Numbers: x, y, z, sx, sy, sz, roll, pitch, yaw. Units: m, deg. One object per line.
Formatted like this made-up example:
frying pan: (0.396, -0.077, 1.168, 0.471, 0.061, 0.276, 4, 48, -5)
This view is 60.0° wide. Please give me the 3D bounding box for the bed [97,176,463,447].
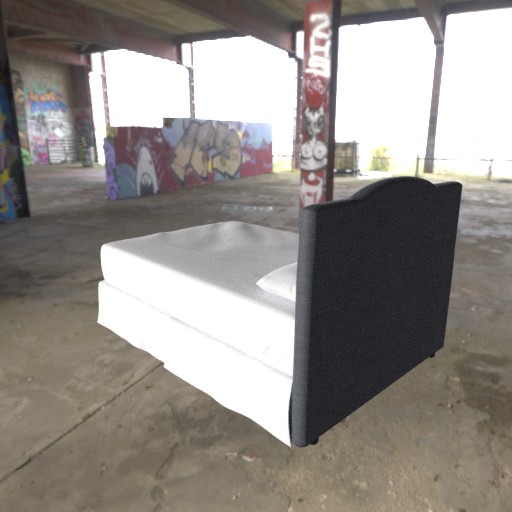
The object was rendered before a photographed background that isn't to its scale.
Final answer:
bed: (0.000, 0.000, 3.628, 1.747, 1.441, 2.507, -14, 21, -42)
